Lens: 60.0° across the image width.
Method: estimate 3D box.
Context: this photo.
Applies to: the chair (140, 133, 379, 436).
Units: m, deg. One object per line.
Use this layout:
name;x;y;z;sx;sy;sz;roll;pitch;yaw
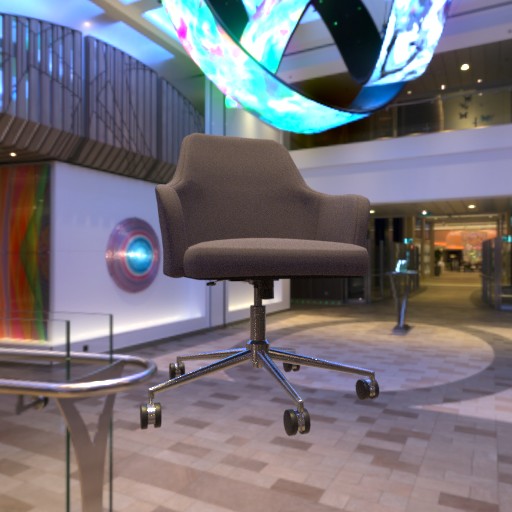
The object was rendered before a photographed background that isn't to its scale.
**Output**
chair;0.000;0.000;1.270;0.655;0.820;0.600;0;0;-18
